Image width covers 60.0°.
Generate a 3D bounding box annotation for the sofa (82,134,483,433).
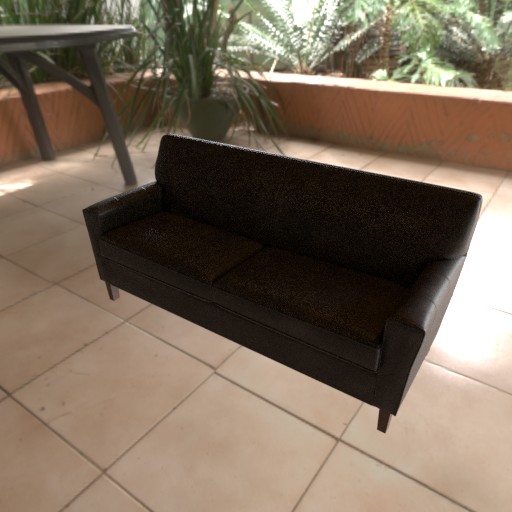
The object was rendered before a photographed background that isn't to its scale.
[{"bbox_3d":[0.000,0.000,2.508,2.053,0.947,0.805,19,34,29],"label":"sofa"}]
